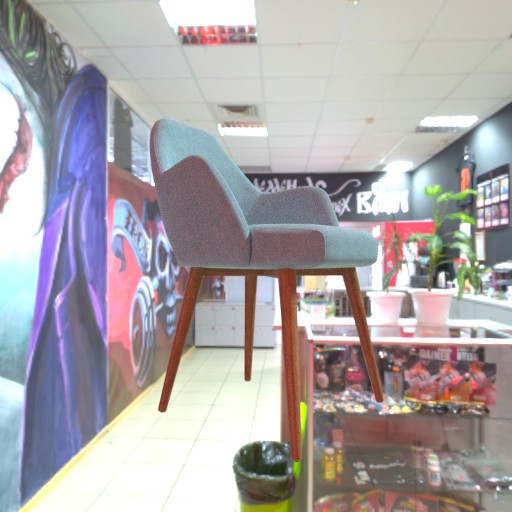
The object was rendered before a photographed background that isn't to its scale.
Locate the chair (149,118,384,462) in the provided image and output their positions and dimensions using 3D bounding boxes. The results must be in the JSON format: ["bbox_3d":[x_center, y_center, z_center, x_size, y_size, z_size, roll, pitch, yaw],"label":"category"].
[{"bbox_3d":[0.000,0.000,1.247,0.610,0.840,0.590,0,-1,36],"label":"chair"}]
